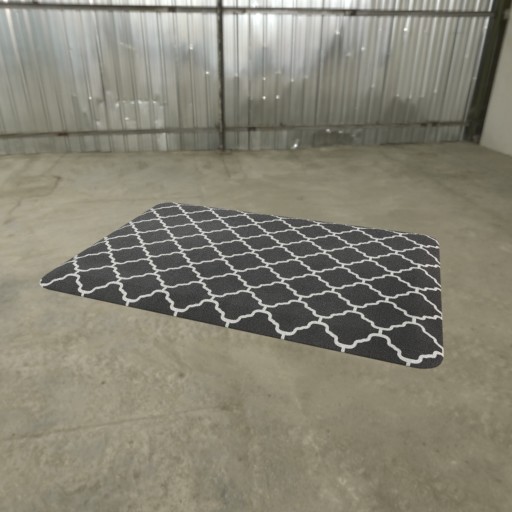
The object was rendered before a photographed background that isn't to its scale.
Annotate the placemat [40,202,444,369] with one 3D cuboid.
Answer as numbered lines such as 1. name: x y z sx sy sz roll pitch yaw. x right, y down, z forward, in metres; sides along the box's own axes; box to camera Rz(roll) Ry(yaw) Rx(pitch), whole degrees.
1. placemat: 0.000 0.000 0.971 0.762 0.021 0.508 9 28 17
